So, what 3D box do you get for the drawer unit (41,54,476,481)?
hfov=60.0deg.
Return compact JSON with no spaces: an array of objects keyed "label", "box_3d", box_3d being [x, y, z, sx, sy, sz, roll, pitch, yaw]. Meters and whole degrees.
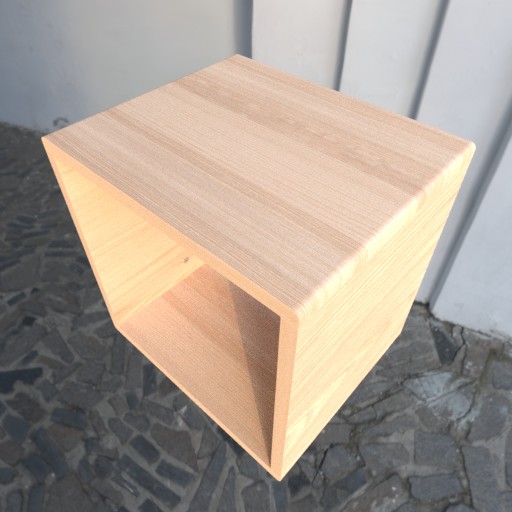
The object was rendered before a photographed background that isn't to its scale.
[{"label":"drawer unit","box_3d":[0.000,0.000,0.578,0.344,0.344,0.290,33,54,28]}]
